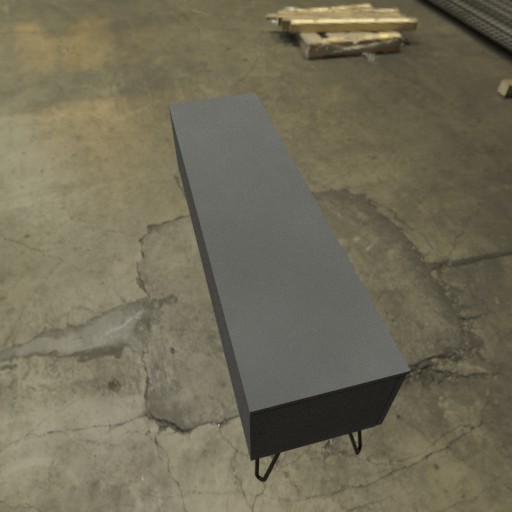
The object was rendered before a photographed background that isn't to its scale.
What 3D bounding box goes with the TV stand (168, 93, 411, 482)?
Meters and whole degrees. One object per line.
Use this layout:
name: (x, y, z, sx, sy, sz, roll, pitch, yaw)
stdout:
TV stand: (0.000, 0.000, 1.664, 0.400, 0.560, 1.400, -11, 48, -10)
